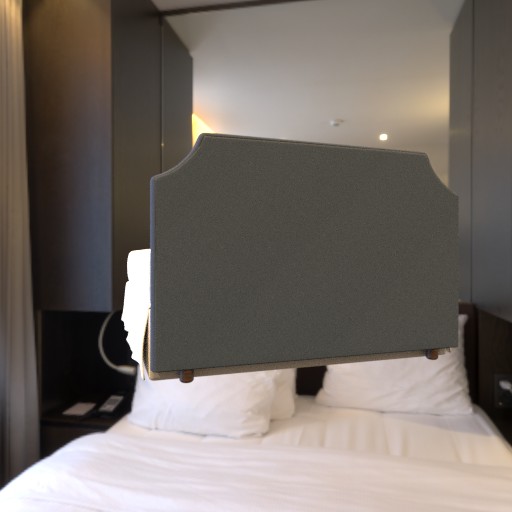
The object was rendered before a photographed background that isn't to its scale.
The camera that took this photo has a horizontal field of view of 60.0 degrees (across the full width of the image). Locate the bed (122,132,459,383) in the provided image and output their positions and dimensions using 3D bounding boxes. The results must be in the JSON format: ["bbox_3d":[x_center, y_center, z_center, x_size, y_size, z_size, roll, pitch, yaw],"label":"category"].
[{"bbox_3d":[0.000,0.000,4.186,2.350,1.488,2.773,0,0,-19],"label":"bed"}]
